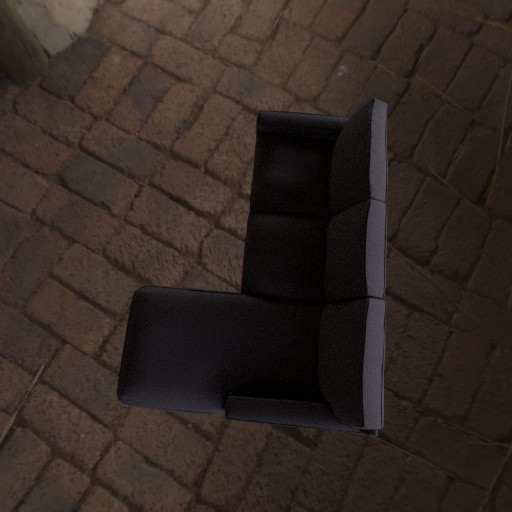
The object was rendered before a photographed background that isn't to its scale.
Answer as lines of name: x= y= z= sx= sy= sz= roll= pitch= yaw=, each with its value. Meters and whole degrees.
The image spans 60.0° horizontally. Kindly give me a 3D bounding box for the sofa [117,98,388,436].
sofa: x=0.000 y=0.000 z=3.376 sx=1.790 sy=0.973 sz=2.370 roll=5 pitch=75 yaw=1
